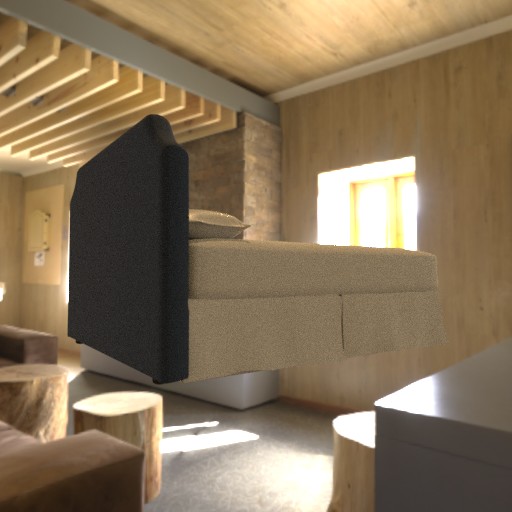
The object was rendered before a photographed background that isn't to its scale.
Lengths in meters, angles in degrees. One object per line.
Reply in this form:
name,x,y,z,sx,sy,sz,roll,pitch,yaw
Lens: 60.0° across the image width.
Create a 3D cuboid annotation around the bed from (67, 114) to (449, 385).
bed,0.000,0.000,3.311,2.260,1.297,1.831,2,-3,-35
